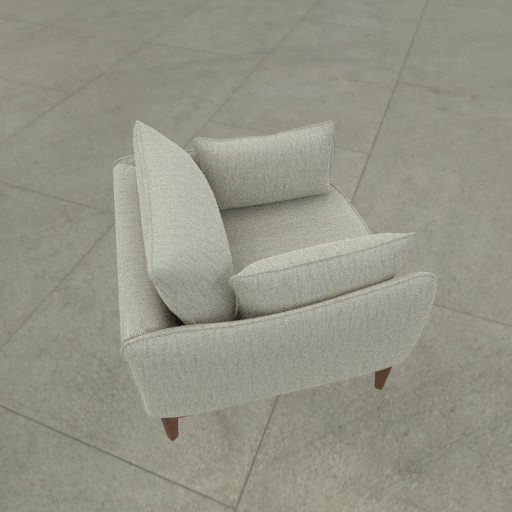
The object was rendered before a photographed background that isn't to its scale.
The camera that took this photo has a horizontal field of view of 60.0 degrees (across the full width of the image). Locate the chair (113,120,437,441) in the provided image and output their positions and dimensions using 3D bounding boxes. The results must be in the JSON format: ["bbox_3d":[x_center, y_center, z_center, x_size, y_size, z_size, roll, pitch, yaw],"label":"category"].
[{"bbox_3d":[0.000,0.000,1.729,0.991,0.855,0.994,-10,47,-10],"label":"chair"}]
